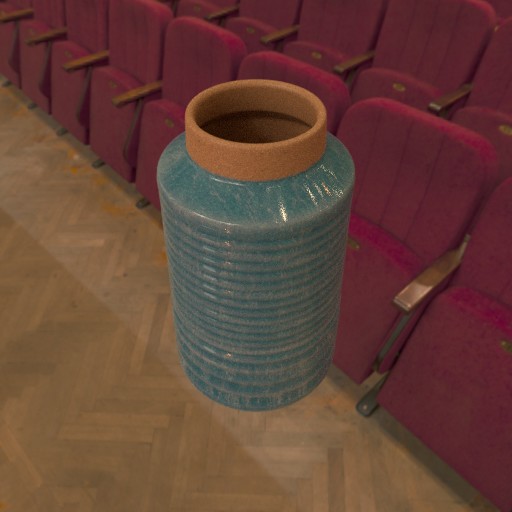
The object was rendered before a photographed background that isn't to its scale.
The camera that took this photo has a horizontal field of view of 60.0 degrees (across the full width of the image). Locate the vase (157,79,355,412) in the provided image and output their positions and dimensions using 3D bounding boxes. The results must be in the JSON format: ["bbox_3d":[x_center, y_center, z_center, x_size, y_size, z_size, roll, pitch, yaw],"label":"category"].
[{"bbox_3d":[0.000,0.000,0.377,0.163,0.267,0.163,0,46,0],"label":"vase"}]
